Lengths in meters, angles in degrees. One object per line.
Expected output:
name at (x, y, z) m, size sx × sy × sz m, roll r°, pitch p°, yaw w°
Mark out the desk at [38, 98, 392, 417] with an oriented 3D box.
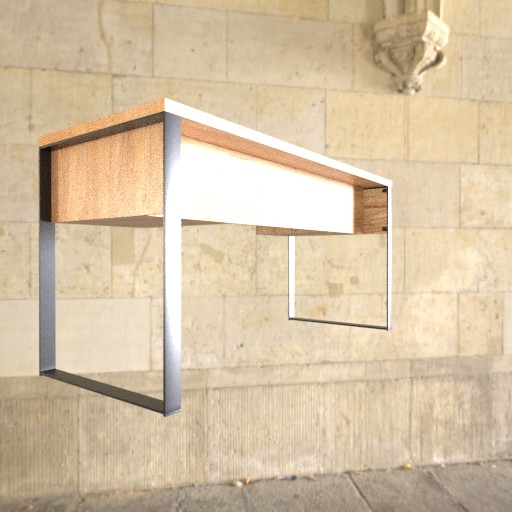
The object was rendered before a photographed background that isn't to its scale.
desk at (0.000, 0.000, 1.843) m, size 0.600 × 0.760 × 1.520 m, roll 0°, pitch 0°, yaw 37°
